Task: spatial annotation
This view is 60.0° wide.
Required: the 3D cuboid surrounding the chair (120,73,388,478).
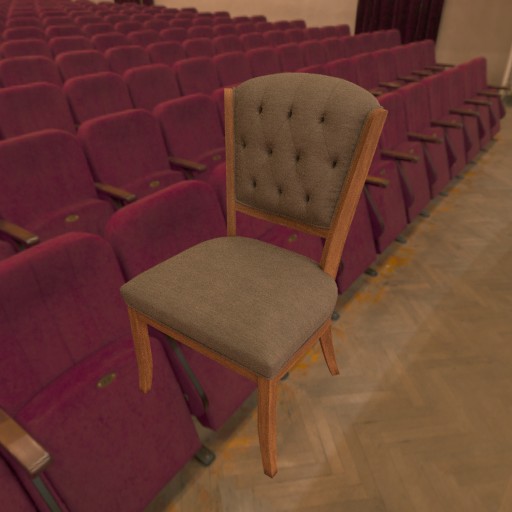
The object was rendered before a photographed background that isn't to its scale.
[{"bbox_3d":[0.000,0.000,1.254,0.513,0.905,0.584,20,36,31],"label":"chair"}]
